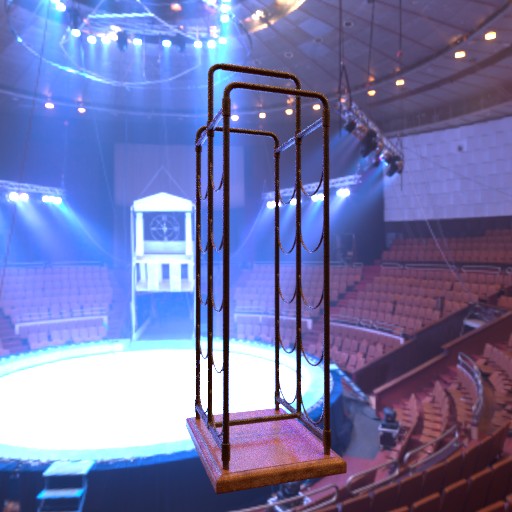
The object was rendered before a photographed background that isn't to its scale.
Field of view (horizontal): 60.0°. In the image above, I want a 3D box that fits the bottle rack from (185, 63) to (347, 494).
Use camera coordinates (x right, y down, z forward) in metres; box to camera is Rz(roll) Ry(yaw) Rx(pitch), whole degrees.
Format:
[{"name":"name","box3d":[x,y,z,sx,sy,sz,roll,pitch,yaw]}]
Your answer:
[{"name":"bottle rack","box3d":[0.000,0.000,0.795,0.208,0.680,0.276,0,-1,-18]}]
